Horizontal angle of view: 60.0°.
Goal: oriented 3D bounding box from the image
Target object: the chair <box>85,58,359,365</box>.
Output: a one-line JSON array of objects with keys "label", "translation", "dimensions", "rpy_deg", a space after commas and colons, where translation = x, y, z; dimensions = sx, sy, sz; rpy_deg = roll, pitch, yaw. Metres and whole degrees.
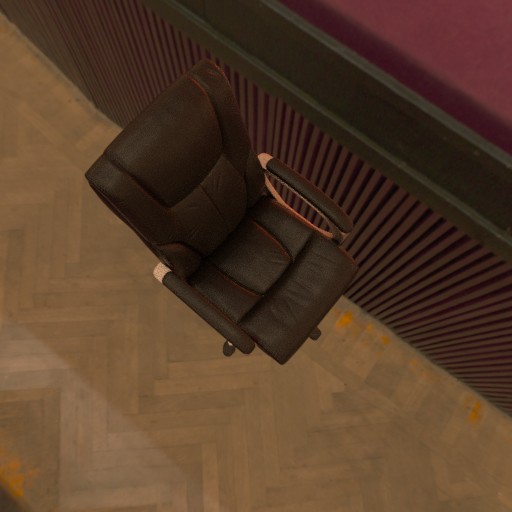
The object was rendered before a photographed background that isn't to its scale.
[{"label": "chair", "translation": [0.000, 0.000, 1.630], "dimensions": [0.780, 1.145, 0.700], "rpy_deg": [39, 78, 10]}]
